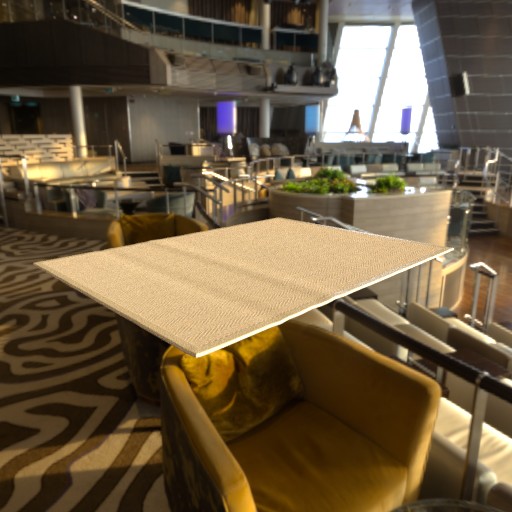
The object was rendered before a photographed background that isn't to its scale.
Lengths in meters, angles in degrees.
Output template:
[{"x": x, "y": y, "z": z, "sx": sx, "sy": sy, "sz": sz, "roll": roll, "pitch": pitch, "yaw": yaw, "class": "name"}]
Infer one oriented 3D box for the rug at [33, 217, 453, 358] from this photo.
[{"x": 0.000, "y": 0.000, "z": 4.765, "sx": 3.659, "sy": 0.037, "sz": 2.734, "roll": -14, "pitch": 21, "yaw": -42, "class": "rug"}]
